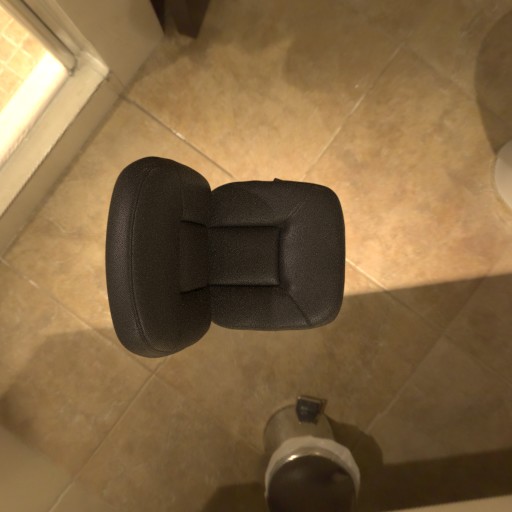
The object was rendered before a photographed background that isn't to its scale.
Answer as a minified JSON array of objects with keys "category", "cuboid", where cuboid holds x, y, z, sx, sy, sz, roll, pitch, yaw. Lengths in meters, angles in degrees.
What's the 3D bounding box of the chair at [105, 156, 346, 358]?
[{"category":"chair","cuboid":[0.000,0.000,1.412,0.646,0.959,0.647,0,91,1]}]
